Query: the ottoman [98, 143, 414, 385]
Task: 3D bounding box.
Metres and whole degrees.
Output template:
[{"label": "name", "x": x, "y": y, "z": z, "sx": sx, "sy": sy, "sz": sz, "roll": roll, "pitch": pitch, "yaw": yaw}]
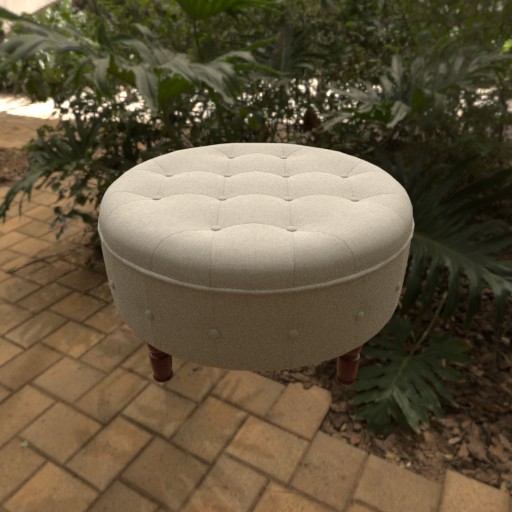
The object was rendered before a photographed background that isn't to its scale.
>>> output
[{"label": "ottoman", "x": 0.000, "y": 0.000, "z": 1.327, "sx": 0.850, "sy": 0.483, "sz": 0.850, "roll": 0, "pitch": 30, "yaw": 0}]
